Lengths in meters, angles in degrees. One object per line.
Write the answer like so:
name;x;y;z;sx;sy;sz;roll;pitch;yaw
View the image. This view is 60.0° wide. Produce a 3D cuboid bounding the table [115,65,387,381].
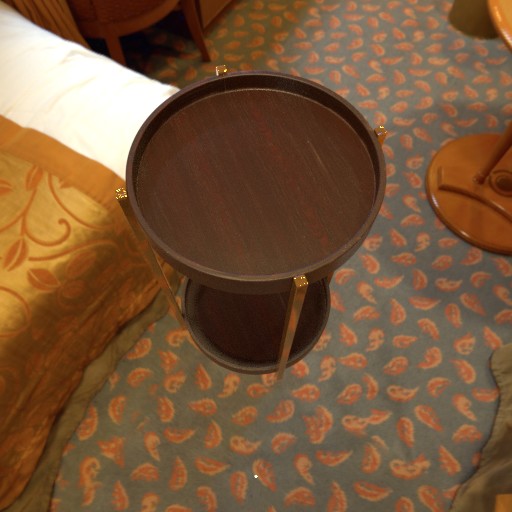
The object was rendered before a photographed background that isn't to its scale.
table;0.000;0.000;0.902;0.400;0.610;0.400;-15;65;-7
